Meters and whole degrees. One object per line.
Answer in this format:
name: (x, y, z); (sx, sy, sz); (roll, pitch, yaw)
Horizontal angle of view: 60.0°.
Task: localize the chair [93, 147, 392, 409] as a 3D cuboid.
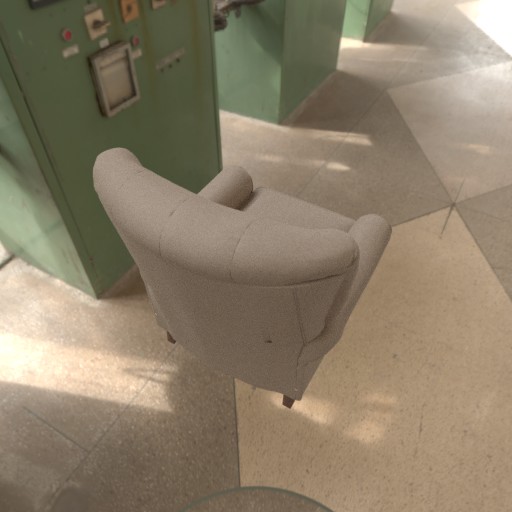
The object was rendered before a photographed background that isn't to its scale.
chair: (0.000, 0.000, 1.946); (0.999, 1.138, 1.041); (24, 51, 21)
